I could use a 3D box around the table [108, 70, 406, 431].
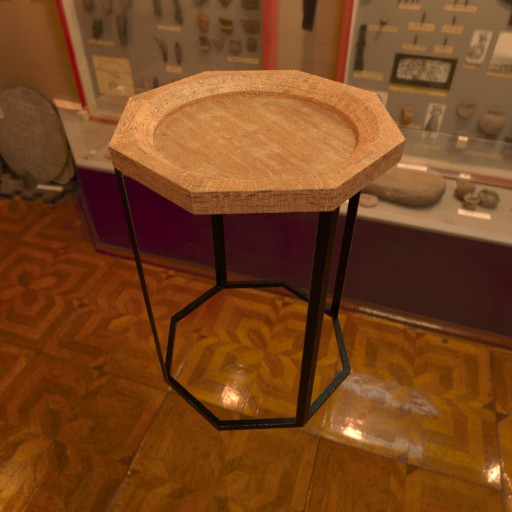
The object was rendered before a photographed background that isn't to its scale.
[{"bbox_3d":[0.000,0.000,0.844,0.437,0.553,0.437,13,43,15],"label":"table"}]
